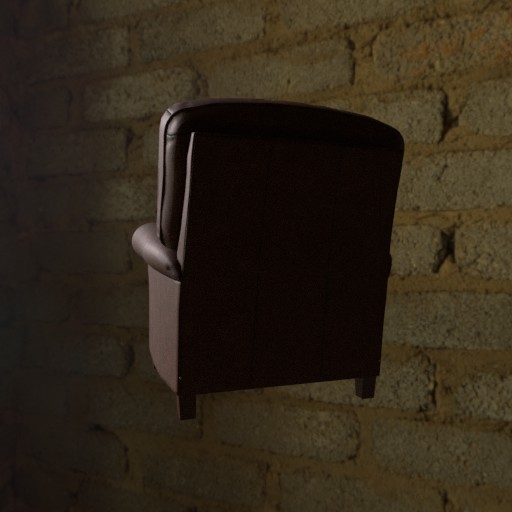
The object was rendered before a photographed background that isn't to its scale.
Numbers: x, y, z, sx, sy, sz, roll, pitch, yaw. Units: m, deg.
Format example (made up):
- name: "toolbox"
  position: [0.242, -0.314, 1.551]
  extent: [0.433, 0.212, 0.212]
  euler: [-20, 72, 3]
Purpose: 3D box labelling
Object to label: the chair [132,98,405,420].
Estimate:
- name: "chair"
  position: [0.000, 0.000, 1.775]
  extent: [0.936, 1.018, 0.986]
  euler: [0, 1, -18]
